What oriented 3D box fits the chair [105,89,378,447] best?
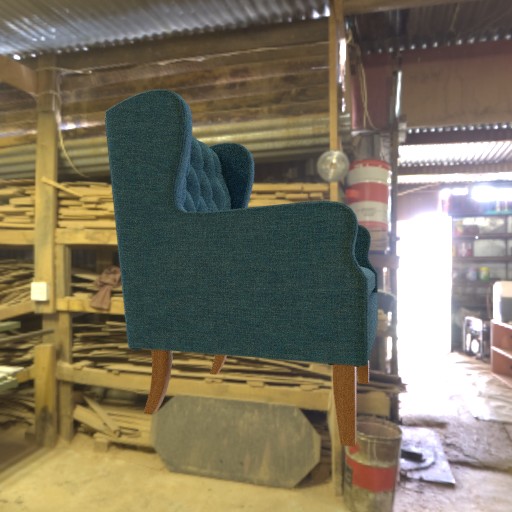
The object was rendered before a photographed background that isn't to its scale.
[{"bbox_3d":[0.000,0.000,1.505,0.775,0.952,0.711,0,-1,17],"label":"chair"}]
